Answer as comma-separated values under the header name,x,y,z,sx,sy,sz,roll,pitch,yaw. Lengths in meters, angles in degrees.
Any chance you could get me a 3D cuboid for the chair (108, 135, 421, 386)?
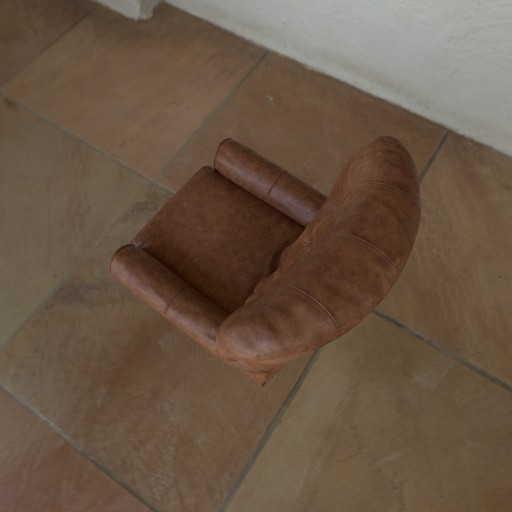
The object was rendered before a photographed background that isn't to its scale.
name,x,y,z,sx,sy,sz,roll,pitch,yaw
chair,0.000,0.000,1.912,1.059,1.164,0.951,34,69,15
